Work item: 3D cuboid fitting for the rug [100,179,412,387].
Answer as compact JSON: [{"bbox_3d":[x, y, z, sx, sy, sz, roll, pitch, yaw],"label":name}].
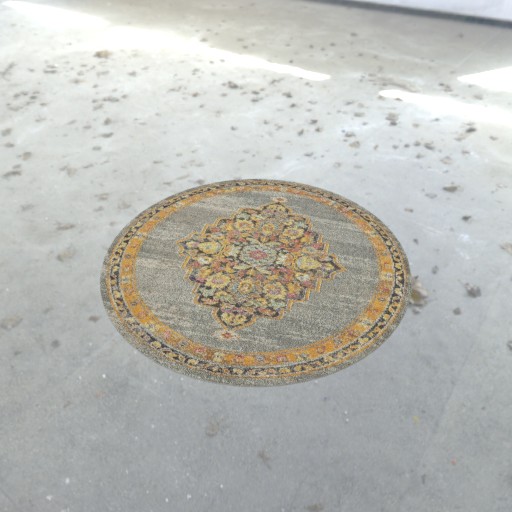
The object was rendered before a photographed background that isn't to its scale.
[{"bbox_3d":[0.000,0.000,3.499,2.382,0.014,2.382,0,40,0],"label":"rug"}]
